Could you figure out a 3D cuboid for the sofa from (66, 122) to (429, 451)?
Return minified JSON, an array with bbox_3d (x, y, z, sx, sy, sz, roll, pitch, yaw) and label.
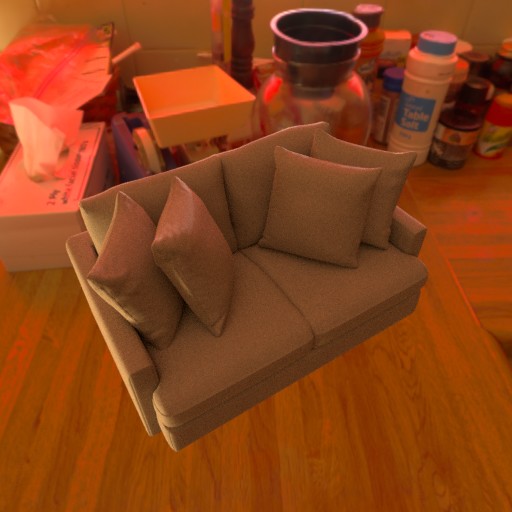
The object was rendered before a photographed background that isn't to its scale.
[{"bbox_3d":[0.000,0.000,2.611,1.869,1.080,1.228,-24,49,-22],"label":"sofa"}]
